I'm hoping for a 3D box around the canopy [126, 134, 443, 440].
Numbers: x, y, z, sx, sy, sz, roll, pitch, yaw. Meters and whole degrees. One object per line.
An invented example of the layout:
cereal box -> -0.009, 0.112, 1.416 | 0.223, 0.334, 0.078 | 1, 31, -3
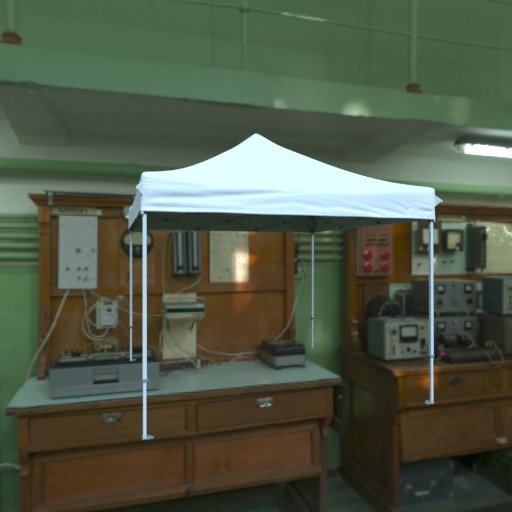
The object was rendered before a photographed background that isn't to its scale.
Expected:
canopy -> 0.000, 0.000, 5.440 | 2.994, 2.998, 2.996 | 0, 0, -18
